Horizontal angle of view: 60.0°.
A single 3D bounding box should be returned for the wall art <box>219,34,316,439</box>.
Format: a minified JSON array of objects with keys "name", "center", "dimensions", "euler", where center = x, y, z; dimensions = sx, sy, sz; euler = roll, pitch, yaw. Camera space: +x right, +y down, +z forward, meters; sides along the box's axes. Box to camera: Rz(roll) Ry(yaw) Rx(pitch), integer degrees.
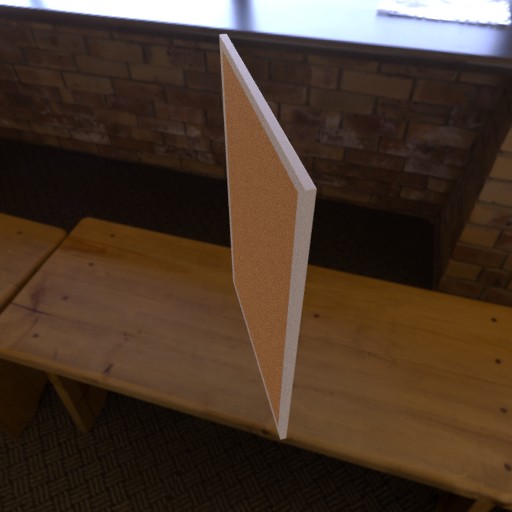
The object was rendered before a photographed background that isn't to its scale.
[{"name":"wall art","center":[0.000,0.000,0.855],"dimensions":[0.013,0.656,0.456],"euler":[-11,47,-10]}]
